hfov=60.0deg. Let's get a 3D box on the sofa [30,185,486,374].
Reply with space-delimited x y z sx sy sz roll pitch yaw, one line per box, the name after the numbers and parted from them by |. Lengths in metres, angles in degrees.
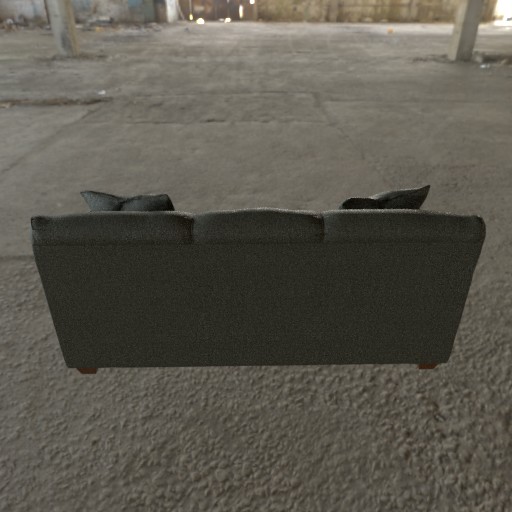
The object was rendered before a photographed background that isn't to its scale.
0.000 0.000 2.539 2.024 0.958 0.997 -1 30 -1 | sofa
